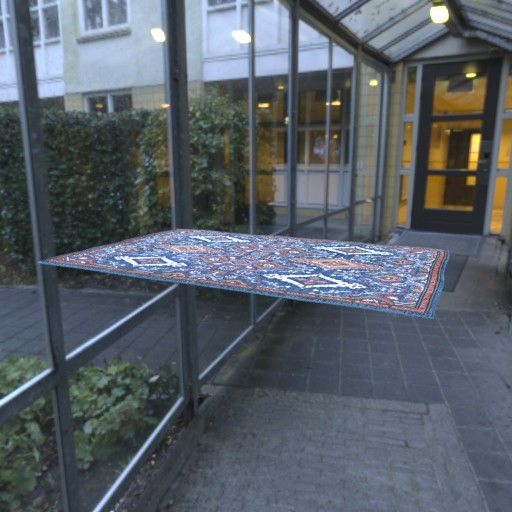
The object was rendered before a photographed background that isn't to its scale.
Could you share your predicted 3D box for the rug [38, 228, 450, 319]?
[{"bbox_3d":[0.000,0.000,2.338,1.847,0.014,1.195,6,14,25],"label":"rug"}]
